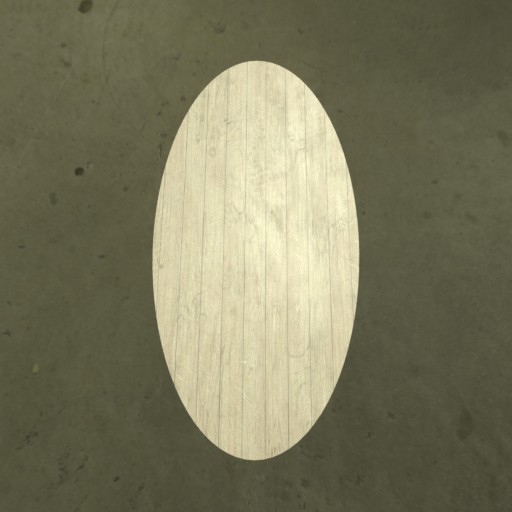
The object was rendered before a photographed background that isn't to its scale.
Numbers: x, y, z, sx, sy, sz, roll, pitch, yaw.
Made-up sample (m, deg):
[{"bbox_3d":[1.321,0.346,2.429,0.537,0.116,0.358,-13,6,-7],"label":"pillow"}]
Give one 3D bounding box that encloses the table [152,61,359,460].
[{"bbox_3d":[0.000,0.000,1.357,0.542,0.390,1.083,0,76,0],"label":"table"}]
